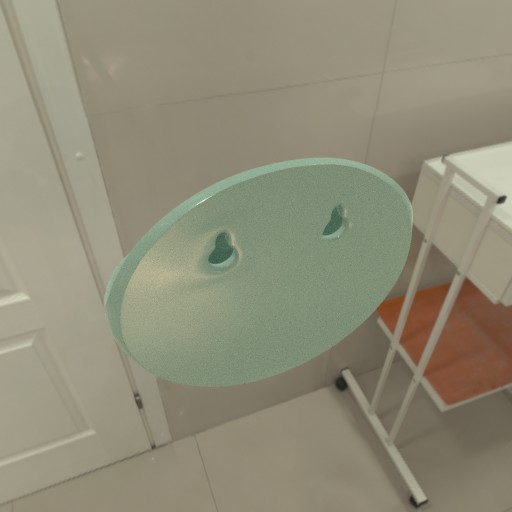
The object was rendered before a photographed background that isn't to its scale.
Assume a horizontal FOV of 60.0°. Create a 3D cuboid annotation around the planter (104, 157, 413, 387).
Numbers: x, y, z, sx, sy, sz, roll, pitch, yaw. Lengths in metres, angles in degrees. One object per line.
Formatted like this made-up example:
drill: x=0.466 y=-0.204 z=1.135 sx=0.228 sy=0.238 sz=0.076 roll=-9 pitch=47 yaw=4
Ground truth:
planter: x=0.000 y=0.000 z=0.279 sx=0.189 sy=0.164 sz=0.073 roll=-15 pitch=43 yaw=-16
